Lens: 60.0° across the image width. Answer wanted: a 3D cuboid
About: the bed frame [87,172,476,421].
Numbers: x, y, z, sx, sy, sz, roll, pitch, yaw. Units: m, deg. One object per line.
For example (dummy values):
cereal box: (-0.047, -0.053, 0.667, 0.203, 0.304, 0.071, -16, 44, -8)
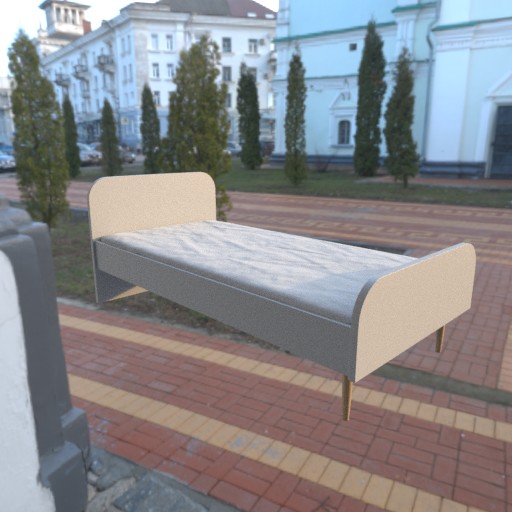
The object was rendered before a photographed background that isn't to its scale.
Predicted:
bed frame: (0.000, 0.000, 2.456, 0.998, 0.805, 1.963, -13, 19, -43)
